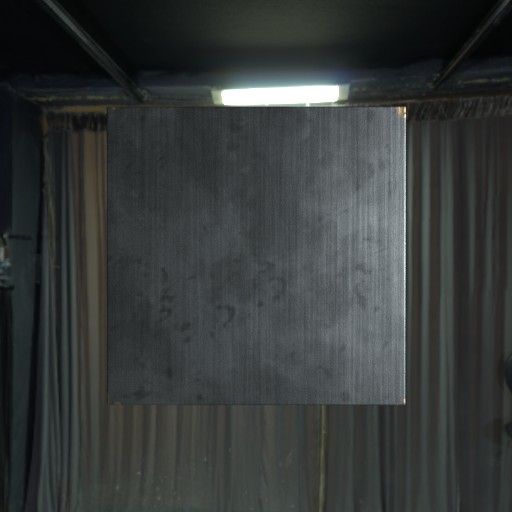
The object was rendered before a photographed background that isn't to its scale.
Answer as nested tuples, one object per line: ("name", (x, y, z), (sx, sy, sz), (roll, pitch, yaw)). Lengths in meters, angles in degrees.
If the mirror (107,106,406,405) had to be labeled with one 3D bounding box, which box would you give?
("mirror", (0.000, 0.000, 0.575), (0.382, 0.381, 0.020), (0, 0, 0))
